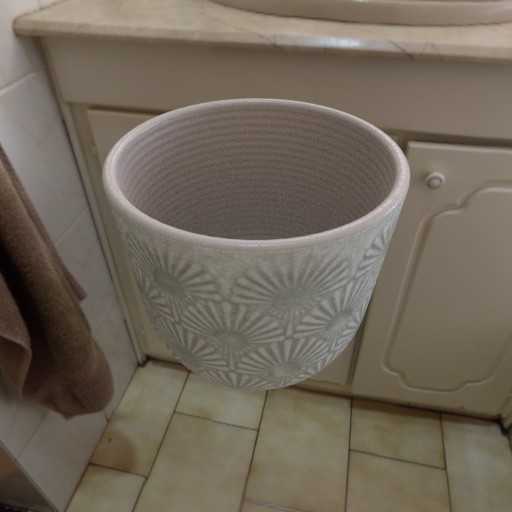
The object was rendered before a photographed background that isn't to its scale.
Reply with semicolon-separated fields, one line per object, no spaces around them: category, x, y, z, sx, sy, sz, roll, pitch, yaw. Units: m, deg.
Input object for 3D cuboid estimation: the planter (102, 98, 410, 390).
planter;0.000;0.000;0.299;0.170;0.152;0.170;0;40;0
